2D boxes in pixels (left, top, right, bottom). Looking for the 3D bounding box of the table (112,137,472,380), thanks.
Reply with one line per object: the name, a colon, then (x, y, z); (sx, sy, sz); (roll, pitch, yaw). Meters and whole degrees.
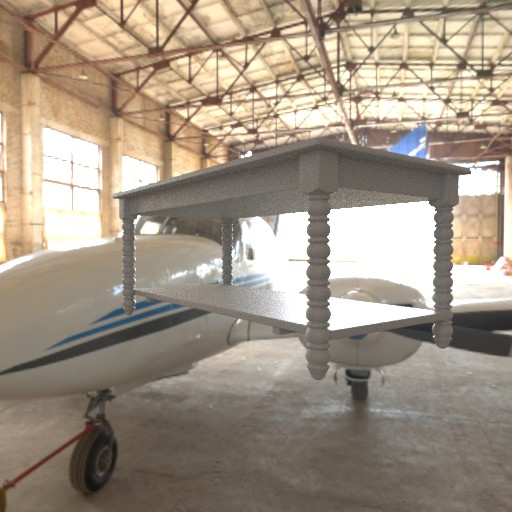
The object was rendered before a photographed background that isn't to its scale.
table: (0.000, 0.000, 1.487); (0.580, 0.487, 1.171); (-1, 2, -37)
